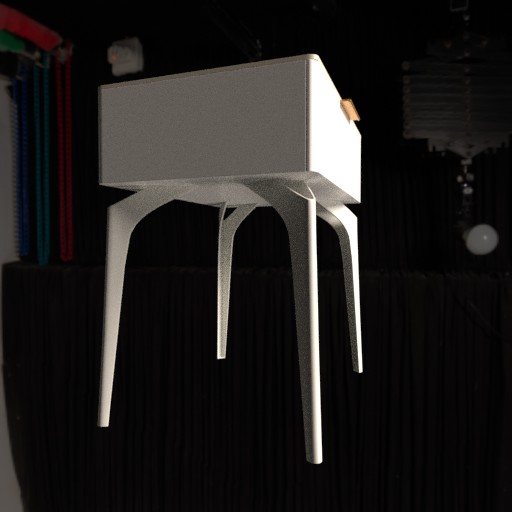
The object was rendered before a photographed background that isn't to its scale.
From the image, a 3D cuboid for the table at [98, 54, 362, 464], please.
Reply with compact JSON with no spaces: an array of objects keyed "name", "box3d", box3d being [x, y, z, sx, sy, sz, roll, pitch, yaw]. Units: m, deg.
[{"name":"table","box3d":[0.000,0.000,0.910,0.400,0.570,0.500,1,1,20]}]
